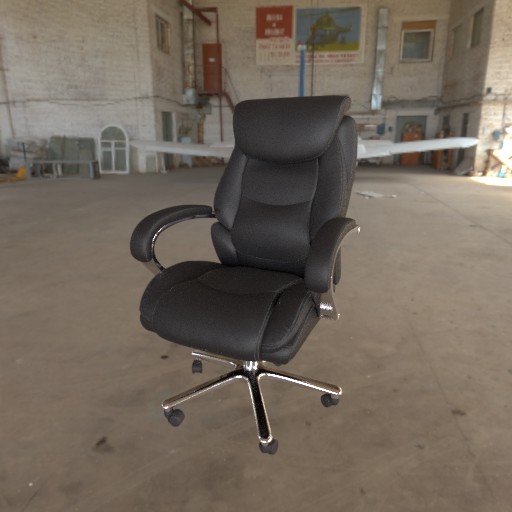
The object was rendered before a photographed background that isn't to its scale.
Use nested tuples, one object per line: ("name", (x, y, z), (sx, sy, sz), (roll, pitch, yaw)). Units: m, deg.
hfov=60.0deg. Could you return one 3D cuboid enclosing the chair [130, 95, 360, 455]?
("chair", (0.000, 0.000, 1.681), (0.755, 1.183, 0.790), (8, 18, 26))
